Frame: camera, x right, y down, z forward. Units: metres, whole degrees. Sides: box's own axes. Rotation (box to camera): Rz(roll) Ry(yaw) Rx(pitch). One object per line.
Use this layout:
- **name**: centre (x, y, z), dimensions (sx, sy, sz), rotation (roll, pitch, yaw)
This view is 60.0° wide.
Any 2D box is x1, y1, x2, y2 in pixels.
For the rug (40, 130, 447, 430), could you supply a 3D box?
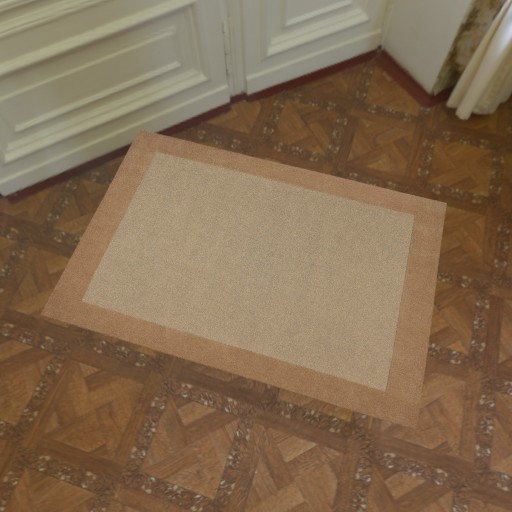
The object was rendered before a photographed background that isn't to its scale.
- **rug**: centre (0.000, 0.000, 2.301), dimensions (1.829, 0.014, 1.219), rotation (15, 65, 7)
